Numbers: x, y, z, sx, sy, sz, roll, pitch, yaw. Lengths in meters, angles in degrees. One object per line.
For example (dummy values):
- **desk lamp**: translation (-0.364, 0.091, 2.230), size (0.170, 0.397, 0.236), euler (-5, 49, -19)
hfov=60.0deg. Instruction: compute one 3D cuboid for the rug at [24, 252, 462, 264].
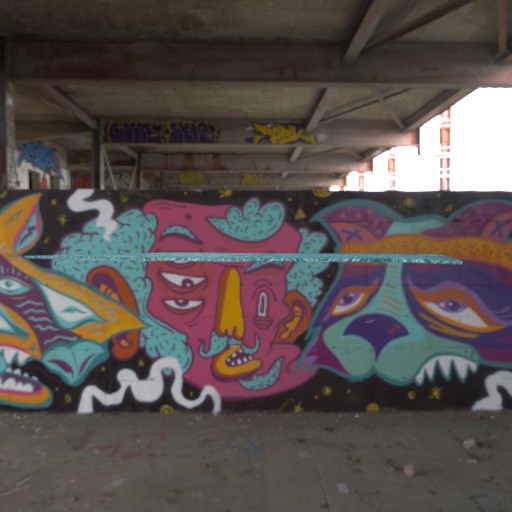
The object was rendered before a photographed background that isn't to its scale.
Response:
- **rug**: translation (0.000, 0.000, 2.153), size (1.728, 0.017, 1.136), euler (0, 1, 19)
